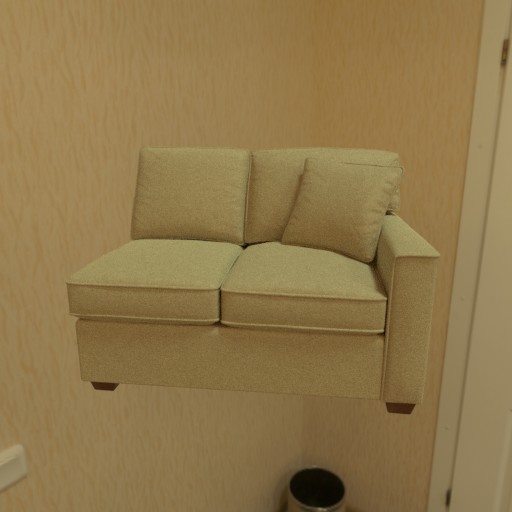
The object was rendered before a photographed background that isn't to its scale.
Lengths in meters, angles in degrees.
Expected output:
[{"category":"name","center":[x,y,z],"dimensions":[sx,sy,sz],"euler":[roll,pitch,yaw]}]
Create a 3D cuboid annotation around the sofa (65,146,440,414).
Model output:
[{"category":"sofa","center":[0.000,0.000,2.068],"dimensions":[1.388,0.989,0.991],"euler":[2,15,7]}]
